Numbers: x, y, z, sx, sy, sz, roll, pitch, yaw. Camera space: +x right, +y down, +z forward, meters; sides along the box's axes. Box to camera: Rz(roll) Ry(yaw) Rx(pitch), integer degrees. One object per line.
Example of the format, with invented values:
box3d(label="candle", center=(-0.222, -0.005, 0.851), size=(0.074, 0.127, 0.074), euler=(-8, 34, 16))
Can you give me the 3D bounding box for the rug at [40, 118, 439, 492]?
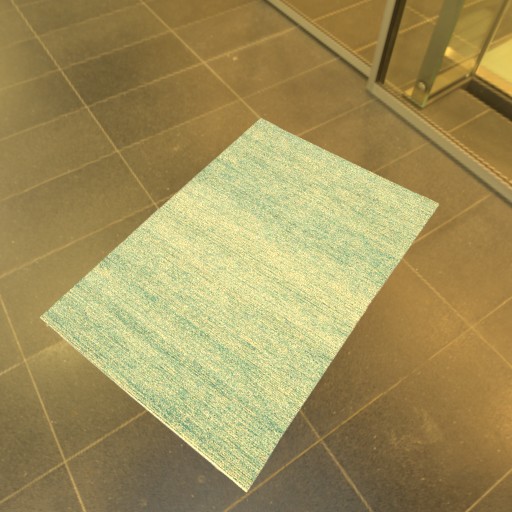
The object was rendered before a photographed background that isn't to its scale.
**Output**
box3d(label="rug", center=(0.000, 0.000, 2.949), size=(1.593, 0.029, 2.305), euler=(32, 62, 19))
